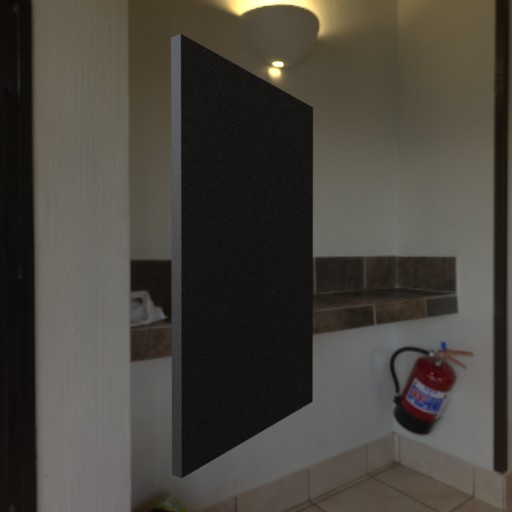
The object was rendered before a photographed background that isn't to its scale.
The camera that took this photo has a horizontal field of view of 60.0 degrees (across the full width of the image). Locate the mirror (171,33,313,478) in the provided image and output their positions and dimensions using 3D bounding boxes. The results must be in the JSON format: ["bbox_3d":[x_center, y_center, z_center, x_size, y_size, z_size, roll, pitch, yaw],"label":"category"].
[{"bbox_3d":[0.000,0.000,1.536,0.038,1.219,0.762,0,1,35],"label":"mirror"}]
